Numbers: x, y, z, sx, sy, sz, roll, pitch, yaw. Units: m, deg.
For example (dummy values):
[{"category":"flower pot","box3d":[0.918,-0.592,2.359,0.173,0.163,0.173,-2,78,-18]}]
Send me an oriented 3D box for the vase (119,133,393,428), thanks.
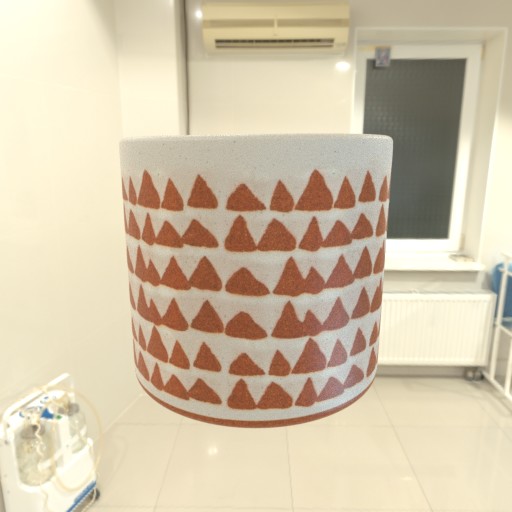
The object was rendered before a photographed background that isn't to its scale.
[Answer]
[{"category":"vase","box3d":[0.000,0.000,0.245,0.137,0.127,0.137,0,14,0]}]
